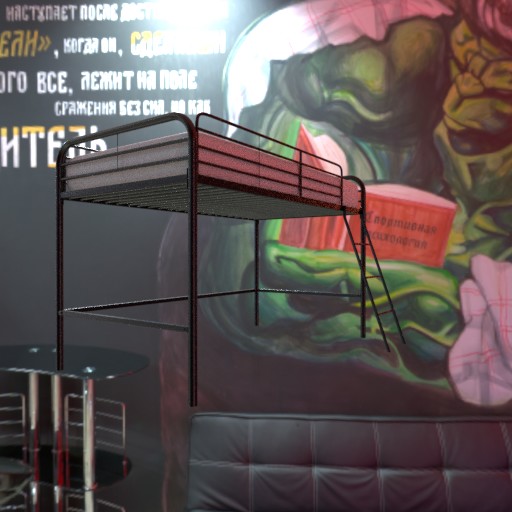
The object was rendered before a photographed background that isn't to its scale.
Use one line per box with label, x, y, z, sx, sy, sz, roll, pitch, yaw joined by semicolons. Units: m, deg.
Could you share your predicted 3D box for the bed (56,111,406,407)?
bed;0.000;0.000;2.896;1.393;1.289;1.968;0;0;35
